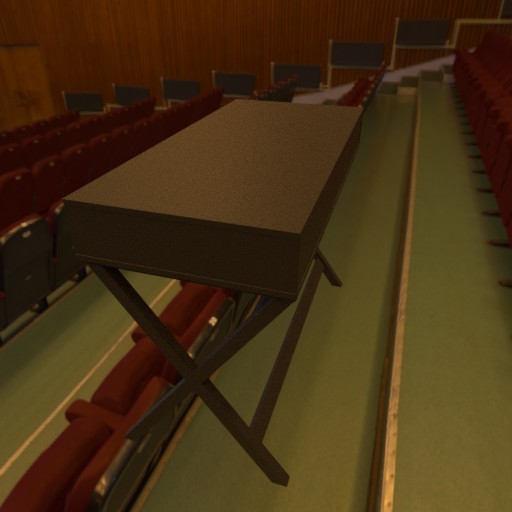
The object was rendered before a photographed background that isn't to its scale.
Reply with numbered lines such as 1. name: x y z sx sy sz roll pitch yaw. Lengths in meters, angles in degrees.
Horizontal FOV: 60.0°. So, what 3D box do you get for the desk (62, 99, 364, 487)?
1. desk: 0.000 0.000 1.483 0.504 0.780 1.057 9 32 15
